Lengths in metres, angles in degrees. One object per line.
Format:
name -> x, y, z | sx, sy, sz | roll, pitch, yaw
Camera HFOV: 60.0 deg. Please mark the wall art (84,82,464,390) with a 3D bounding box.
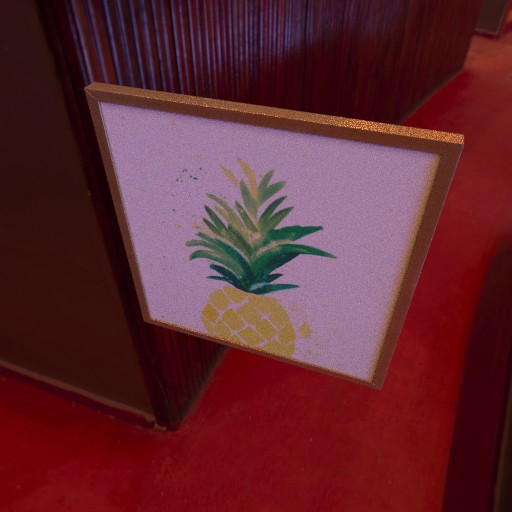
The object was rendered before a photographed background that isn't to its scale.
wall art -> 0.000, 0.000, 1.112 | 0.762, 0.760, 0.037 | 13, 43, 14
